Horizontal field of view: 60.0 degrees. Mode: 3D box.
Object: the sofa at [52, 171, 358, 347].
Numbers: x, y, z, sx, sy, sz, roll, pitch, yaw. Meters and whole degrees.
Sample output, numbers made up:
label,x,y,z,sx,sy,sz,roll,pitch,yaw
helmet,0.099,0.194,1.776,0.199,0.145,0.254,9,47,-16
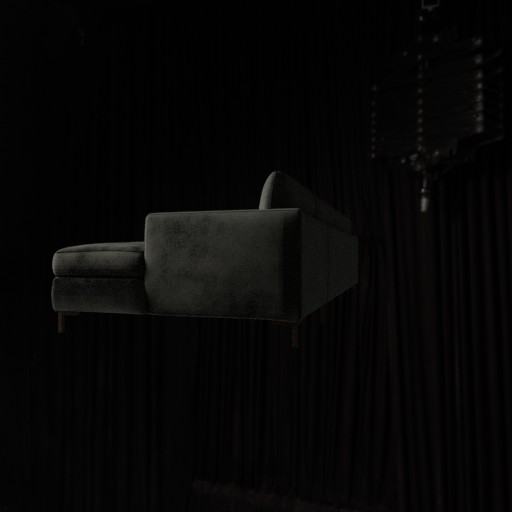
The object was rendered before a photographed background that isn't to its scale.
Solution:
label,x,y,z,sx,sy,sz,roll,pitch,yaw
sofa,0.000,0.000,3.263,1.255,0.756,2.725,0,0,18
